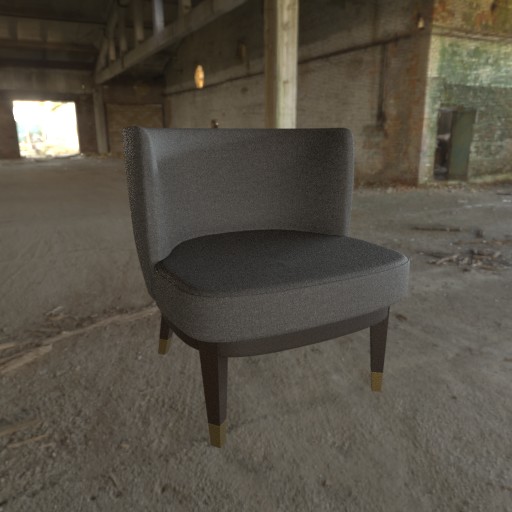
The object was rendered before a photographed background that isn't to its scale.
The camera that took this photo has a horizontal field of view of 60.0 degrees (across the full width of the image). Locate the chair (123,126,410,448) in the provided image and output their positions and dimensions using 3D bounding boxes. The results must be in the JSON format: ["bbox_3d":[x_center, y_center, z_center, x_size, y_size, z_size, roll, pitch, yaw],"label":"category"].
[{"bbox_3d":[0.000,0.000,1.241,0.639,0.695,0.698,-8,17,-27],"label":"chair"}]
